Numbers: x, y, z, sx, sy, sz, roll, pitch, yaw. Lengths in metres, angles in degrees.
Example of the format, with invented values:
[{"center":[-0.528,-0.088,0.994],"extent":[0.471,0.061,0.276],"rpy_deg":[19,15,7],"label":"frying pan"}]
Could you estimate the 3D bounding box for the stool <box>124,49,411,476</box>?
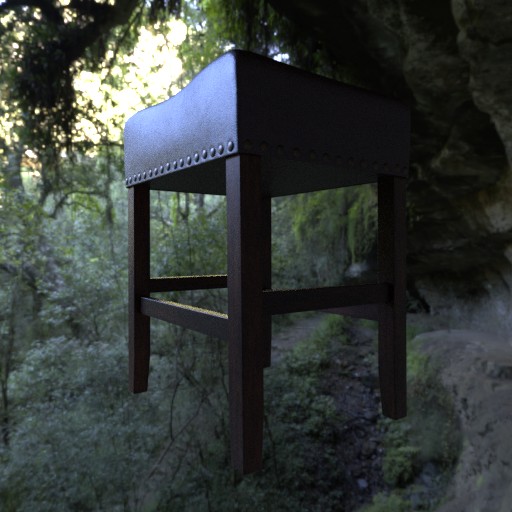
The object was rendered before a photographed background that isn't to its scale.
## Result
[{"center":[0.000,0.000,0.910],"extent":[0.397,0.608,0.465],"rpy_deg":[-1,1,-36],"label":"stool"}]
